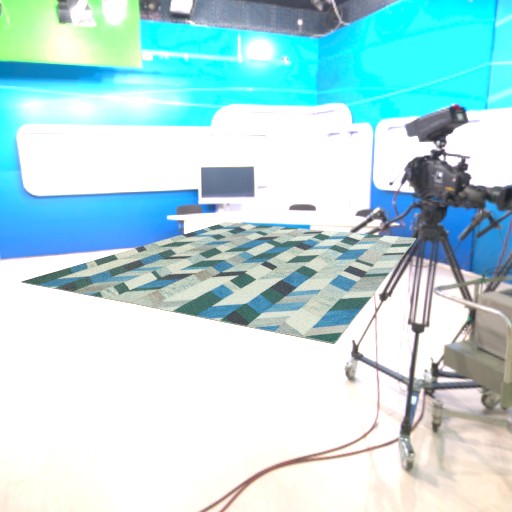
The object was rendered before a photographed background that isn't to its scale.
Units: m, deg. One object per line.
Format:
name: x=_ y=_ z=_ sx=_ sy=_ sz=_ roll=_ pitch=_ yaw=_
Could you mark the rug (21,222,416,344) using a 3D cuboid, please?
rug: x=0.000 y=0.000 z=4.098 sx=2.440 sy=0.008 sz=3.036 roll=7 pitch=15 yaw=26
